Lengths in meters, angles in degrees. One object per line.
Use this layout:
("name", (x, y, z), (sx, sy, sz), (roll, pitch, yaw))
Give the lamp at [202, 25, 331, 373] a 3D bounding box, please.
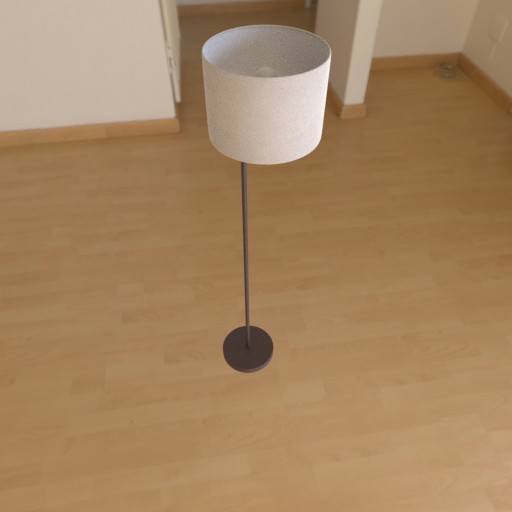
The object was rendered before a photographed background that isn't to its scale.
("lamp", (0.000, 0.000, 1.719), (0.324, 1.600, 0.416), (-26, 52, -23))
